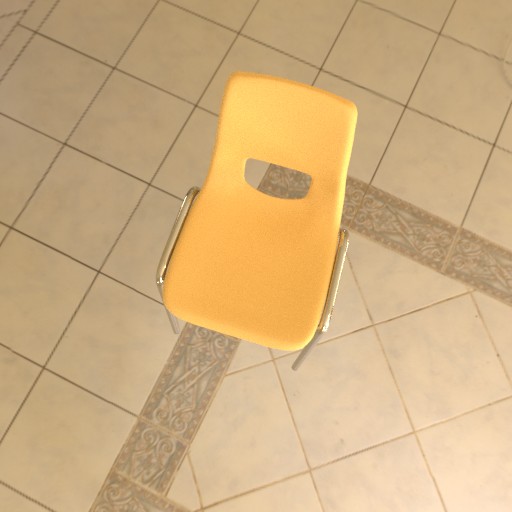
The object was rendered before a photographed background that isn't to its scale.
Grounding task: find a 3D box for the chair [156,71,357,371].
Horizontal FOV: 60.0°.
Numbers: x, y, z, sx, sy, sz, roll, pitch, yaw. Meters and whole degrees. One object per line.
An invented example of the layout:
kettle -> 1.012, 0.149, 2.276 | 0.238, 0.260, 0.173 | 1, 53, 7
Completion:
chair -> 0.000, 0.000, 0.994 | 0.381, 0.704, 0.436 | 16, 78, 4
